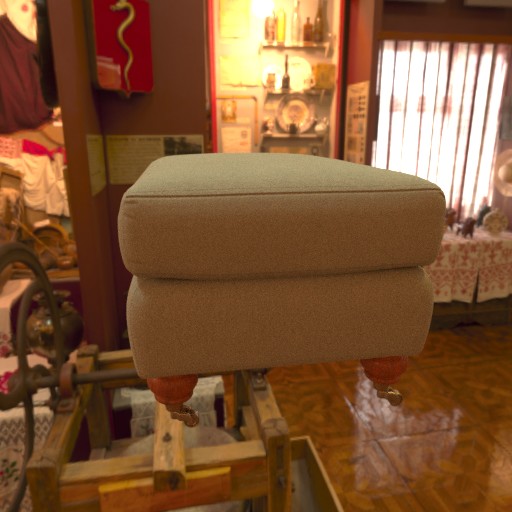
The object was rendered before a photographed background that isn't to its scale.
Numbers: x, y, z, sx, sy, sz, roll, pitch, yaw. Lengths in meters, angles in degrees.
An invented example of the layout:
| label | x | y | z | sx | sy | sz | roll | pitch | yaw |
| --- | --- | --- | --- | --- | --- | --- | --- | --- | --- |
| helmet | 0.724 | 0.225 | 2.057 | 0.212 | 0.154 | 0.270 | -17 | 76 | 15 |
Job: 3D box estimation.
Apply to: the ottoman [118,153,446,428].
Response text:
| label | x | y | z | sx | sy | sz | roll | pitch | yaw |
| --- | --- | --- | --- | --- | --- | --- | --- | --- | --- |
| ottoman | 0.000 | 0.000 | 1.120 | 0.569 | 0.499 | 0.773 | -3 | 16 | -9 |
